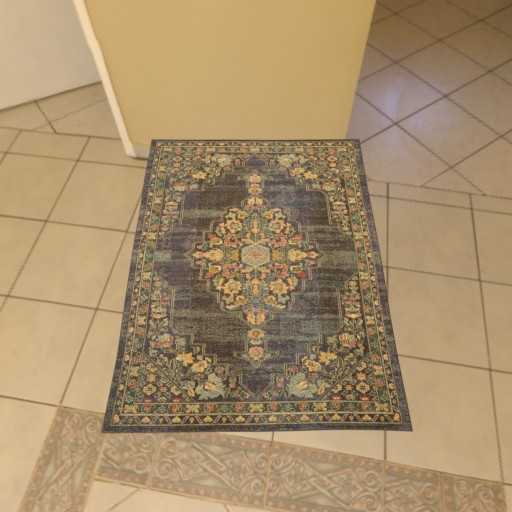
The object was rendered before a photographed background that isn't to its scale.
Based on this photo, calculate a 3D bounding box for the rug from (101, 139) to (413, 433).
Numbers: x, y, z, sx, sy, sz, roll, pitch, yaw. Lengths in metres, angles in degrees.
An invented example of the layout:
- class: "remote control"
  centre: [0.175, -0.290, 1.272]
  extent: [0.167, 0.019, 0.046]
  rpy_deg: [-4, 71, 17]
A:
- class: "rug"
  centre: [0.000, 0.000, 4.807]
  extent: [2.716, 0.035, 3.612]
  rpy_deg: [0, 58, 0]
